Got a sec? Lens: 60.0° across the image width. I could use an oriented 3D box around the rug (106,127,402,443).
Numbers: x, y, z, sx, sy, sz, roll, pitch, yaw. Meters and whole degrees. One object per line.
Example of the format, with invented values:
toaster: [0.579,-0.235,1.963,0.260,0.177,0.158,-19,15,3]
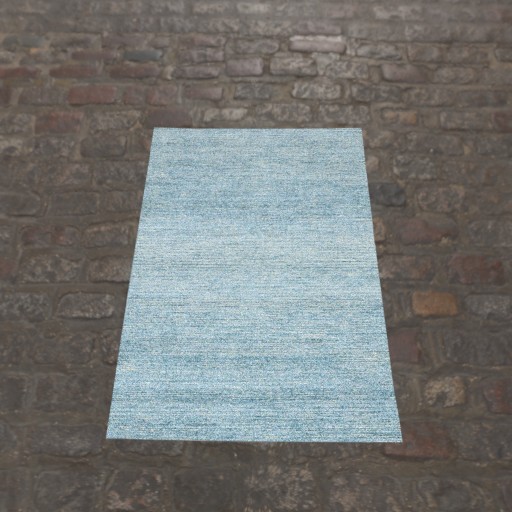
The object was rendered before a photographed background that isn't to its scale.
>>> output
rug: [0.000,0.000,2.914,1.611,0.026,2.260,1,62,0]
